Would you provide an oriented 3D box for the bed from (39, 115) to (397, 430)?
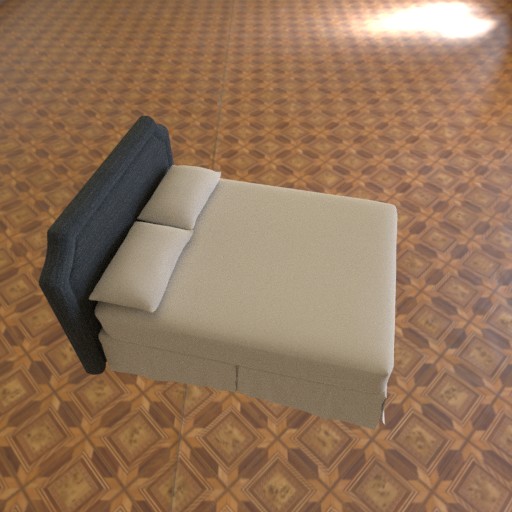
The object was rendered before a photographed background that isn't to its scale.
[{"bbox_3d":[0.000,0.000,3.311,2.208,1.297,1.828,10,47,9],"label":"bed"}]
